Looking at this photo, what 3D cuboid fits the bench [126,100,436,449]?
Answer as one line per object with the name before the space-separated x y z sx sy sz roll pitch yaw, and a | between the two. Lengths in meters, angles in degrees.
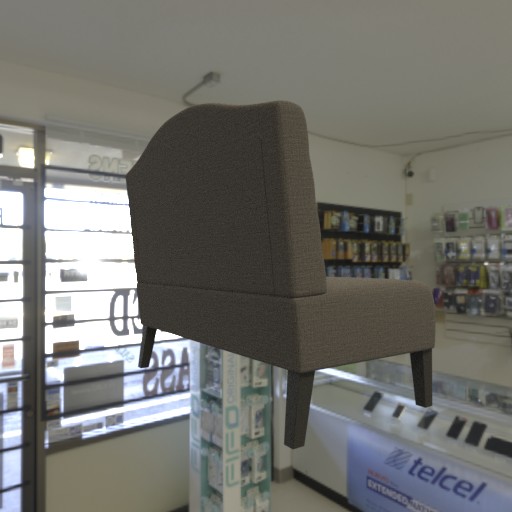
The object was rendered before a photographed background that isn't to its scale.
bench | 0.000 0.000 2.046 0.815 1.180 1.335 1 -1 -35
